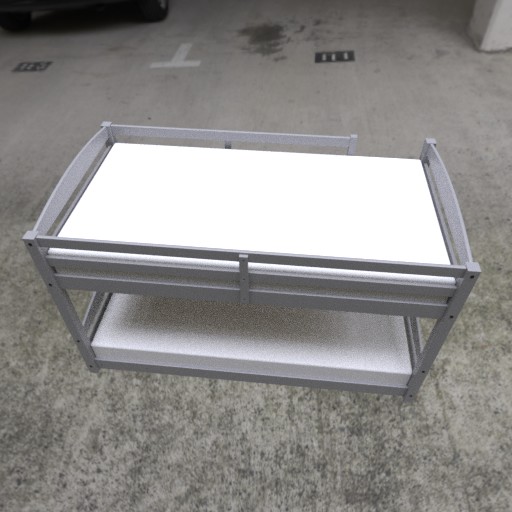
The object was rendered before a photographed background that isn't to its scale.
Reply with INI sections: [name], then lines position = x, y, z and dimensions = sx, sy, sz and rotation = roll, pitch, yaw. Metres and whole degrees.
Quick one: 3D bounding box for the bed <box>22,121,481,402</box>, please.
[bed]
position = 0.000, 0.000, 2.708
dimensions = 2.013, 1.206, 1.105
rotation = 4, 45, 4
